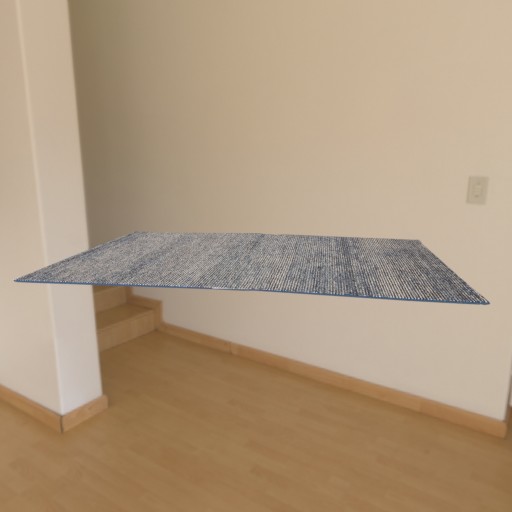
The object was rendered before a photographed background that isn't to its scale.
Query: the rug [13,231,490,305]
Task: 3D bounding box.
[{"bbox_3d":[0.000,0.000,2.194,1.793,0.025,1.159,2,13,9],"label":"rug"}]
